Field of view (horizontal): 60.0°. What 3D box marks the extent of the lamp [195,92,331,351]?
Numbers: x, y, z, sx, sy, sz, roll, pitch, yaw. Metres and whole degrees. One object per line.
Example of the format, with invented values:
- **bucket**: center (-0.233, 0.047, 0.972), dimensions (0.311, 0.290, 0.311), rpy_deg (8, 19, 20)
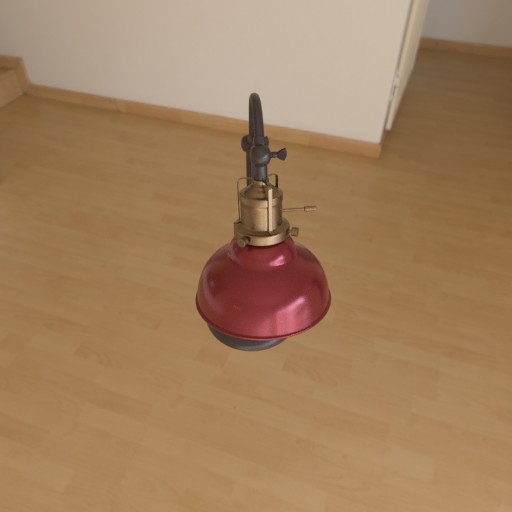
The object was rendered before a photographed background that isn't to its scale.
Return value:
- **lamp**: center (0.000, 0.000, 0.685), dimensions (0.192, 0.508, 0.374), rpy_deg (-4, 45, -4)
